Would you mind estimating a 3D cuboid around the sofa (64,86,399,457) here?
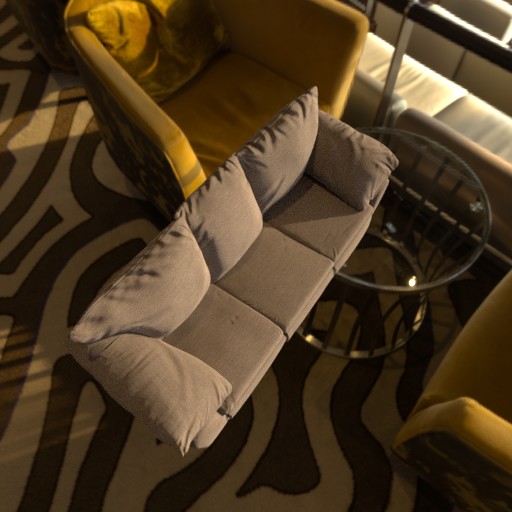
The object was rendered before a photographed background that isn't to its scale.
[{"bbox_3d":[0.000,0.000,2.857,0.927,1.043,2.390,31,63,18],"label":"sofa"}]
